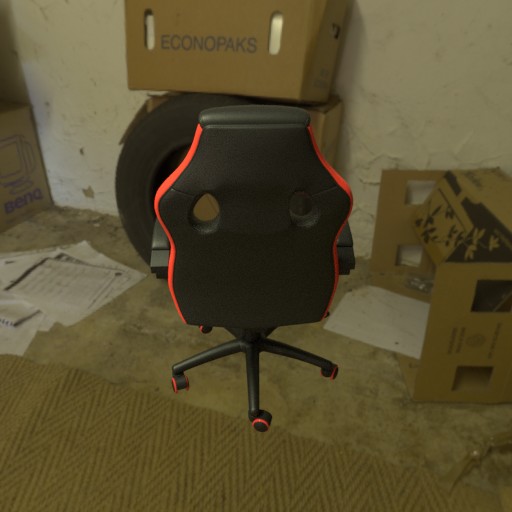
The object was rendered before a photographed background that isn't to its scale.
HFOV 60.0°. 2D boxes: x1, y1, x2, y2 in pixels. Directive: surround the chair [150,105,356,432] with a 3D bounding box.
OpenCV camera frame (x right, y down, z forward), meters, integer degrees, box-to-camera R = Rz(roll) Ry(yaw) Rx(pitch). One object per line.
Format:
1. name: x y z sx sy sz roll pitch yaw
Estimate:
1. chair: 0.000 0.000 1.377 0.600 1.016 0.642 -1 30 -2
